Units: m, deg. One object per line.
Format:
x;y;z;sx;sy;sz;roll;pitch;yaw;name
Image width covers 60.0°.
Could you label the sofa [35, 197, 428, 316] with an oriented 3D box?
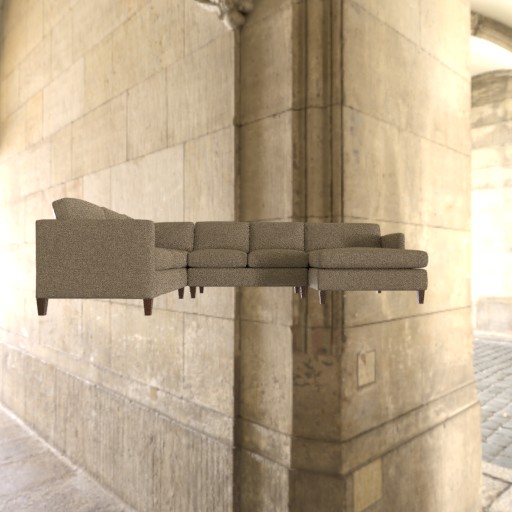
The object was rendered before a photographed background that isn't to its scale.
0.000;0.000;4.681;3.460;0.959;2.593;0;-1;0;sofa
